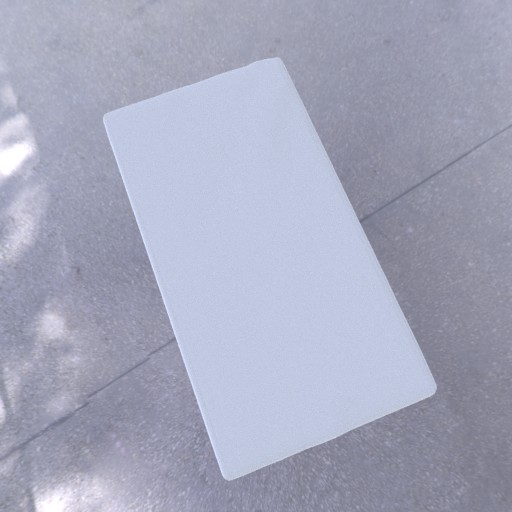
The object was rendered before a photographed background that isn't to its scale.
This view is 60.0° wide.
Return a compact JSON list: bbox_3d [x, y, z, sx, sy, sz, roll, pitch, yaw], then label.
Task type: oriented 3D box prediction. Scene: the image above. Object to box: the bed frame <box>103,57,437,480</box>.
[{"bbox_3d":[0.000,0.000,2.383,1.025,0.640,1.908,-21,76,-6],"label":"bed frame"}]
